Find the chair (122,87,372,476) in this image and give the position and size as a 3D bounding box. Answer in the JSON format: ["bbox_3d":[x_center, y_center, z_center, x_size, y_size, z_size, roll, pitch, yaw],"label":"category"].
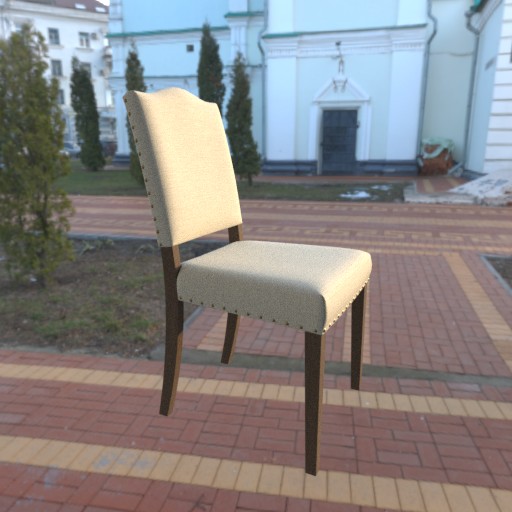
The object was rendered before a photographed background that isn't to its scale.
[{"bbox_3d":[0.000,0.000,1.381,0.619,1.015,0.508,7,16,26],"label":"chair"}]
